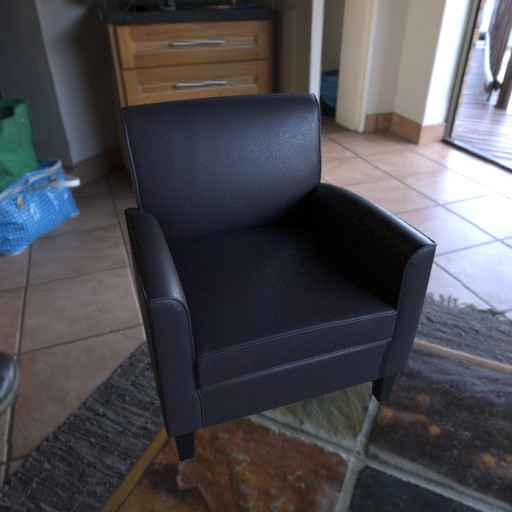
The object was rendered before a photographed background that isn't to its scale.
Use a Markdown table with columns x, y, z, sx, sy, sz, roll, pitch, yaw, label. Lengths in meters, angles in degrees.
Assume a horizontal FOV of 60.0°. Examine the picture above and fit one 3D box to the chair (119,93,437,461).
| x | y | z | sx | sy | sz | roll | pitch | yaw | label |
| --- | --- | --- | --- | --- | --- | --- | --- | --- | --- |
| 0.000 | 0.000 | 1.537 | 0.820 | 0.916 | 0.819 | -10 | 33 | -16 | chair |
